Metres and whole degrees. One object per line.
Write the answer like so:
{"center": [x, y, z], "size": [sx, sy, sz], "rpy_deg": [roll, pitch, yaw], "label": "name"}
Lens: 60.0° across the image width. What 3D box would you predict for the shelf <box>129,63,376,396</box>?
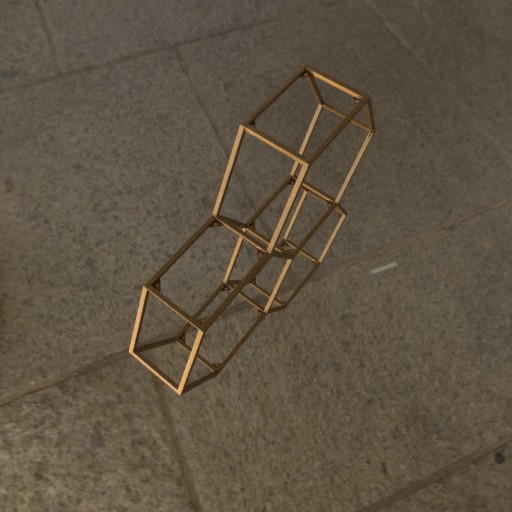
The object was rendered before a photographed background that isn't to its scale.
{"center": [0.000, 0.000, 1.068], "size": [0.150, 0.701, 0.708], "rpy_deg": [34, 68, 16], "label": "shelf"}
